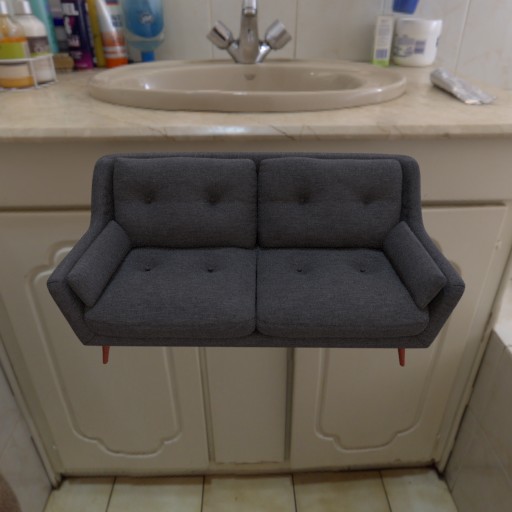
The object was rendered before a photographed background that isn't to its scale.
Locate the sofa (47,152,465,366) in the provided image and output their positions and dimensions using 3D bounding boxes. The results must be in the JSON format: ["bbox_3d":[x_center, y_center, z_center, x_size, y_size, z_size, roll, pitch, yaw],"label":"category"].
[{"bbox_3d":[0.000,0.000,2.424,1.929,0.896,0.975,0,30,1],"label":"sofa"}]
